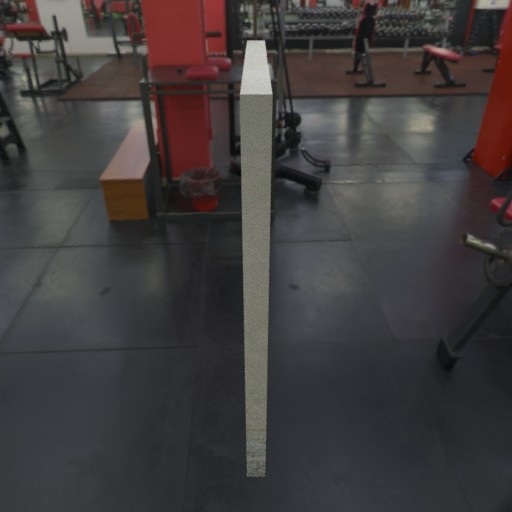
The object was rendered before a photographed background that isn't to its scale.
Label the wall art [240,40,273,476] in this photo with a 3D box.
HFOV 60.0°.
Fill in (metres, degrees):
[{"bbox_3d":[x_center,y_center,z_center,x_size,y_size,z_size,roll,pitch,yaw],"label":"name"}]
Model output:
[{"bbox_3d":[0.000,0.000,0.933,0.038,0.764,0.508,0,32,0],"label":"wall art"}]
